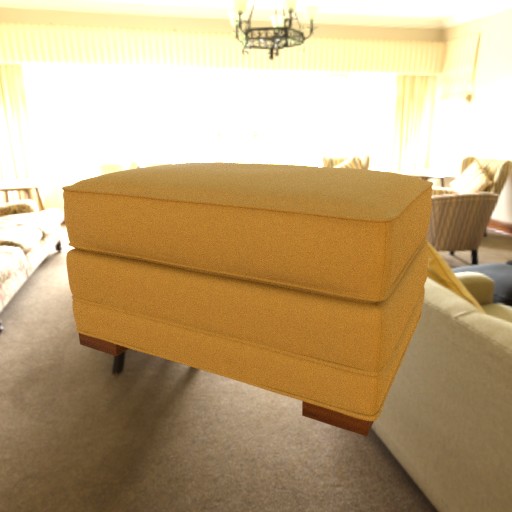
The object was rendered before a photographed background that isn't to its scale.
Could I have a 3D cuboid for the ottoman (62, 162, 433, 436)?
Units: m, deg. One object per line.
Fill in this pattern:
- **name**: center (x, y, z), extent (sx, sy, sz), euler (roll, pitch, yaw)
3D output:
- **ottoman**: center (0.000, 0.000, 1.223), extent (0.848, 0.482, 0.611), euler (9, 19, 27)
